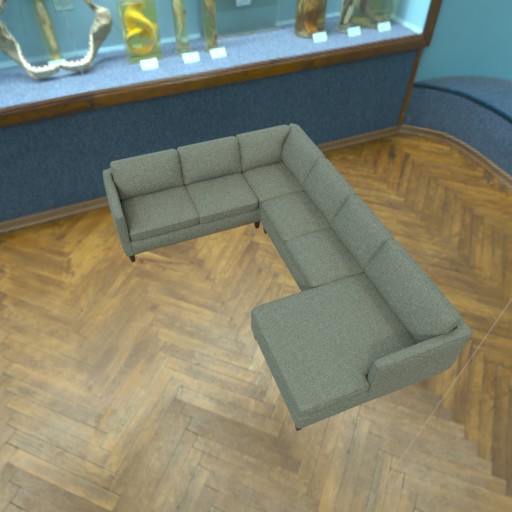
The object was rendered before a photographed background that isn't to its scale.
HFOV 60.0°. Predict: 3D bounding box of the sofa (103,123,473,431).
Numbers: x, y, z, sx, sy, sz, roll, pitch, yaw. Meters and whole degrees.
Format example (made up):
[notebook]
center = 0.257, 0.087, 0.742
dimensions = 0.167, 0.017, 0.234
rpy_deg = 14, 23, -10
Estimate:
[sofa]
center = 0.000, 0.000, 4.552
dimensions = 2.551, 0.889, 3.403
rpy_deg = -16, 49, -14
